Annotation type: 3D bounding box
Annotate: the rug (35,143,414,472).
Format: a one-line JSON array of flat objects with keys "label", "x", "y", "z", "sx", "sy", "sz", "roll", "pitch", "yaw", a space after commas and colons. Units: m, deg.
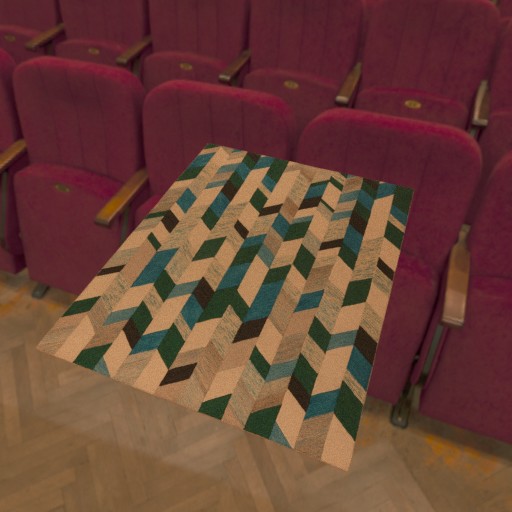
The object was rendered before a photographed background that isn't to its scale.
[{"label": "rug", "x": 0.000, "y": 0.000, "z": 4.042, "sx": 2.440, "sy": 0.008, "sz": 3.036, "roll": 16, "pitch": 49, "yaw": 14}]
